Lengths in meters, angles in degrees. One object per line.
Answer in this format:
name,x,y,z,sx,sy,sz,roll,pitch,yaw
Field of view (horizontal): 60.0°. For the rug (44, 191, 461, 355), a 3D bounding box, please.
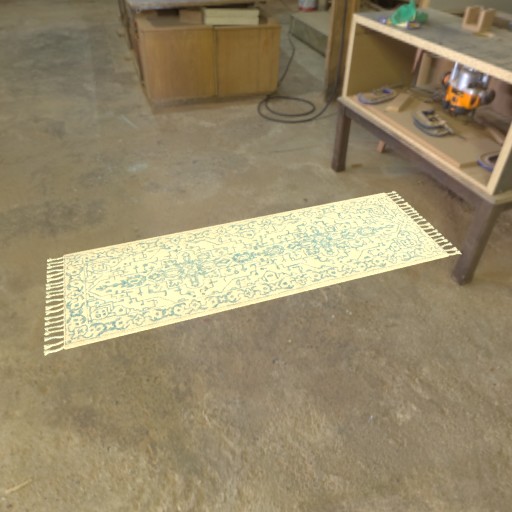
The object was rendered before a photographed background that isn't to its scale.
rug,0.000,0.000,2.738,2.449,0.011,0.774,-12,42,-14
